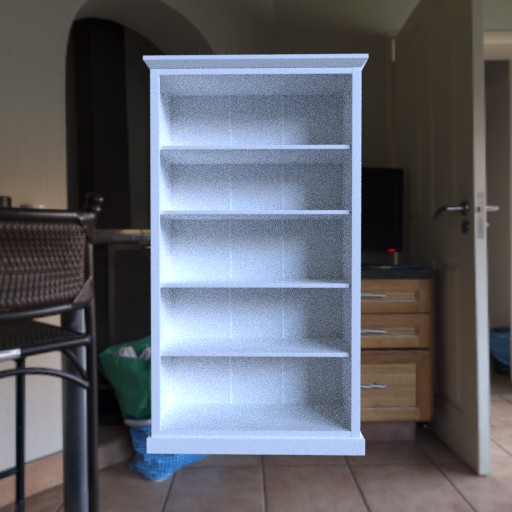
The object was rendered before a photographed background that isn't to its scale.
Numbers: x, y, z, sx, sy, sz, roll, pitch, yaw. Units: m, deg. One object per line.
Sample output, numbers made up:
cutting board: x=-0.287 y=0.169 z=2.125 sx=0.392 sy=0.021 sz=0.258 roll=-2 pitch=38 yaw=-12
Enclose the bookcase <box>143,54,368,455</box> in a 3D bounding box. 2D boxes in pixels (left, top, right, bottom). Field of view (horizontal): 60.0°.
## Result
bookcase: x=0.000 y=0.000 z=2.292 sx=1.050 sy=1.880 sz=0.432 roll=0 pitch=1 yaw=1
